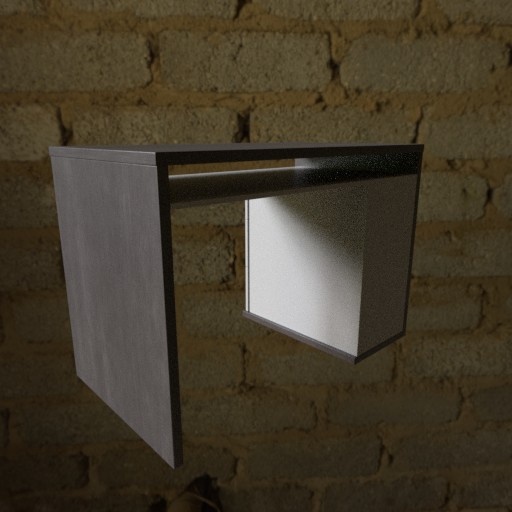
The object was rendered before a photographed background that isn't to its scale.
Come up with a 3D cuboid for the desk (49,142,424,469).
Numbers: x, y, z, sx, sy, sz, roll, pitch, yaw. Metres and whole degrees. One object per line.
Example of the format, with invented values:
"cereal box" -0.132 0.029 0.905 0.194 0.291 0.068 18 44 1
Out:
"desk" 0.000 0.000 1.545 1.100 0.750 0.600 -14 21 -41
